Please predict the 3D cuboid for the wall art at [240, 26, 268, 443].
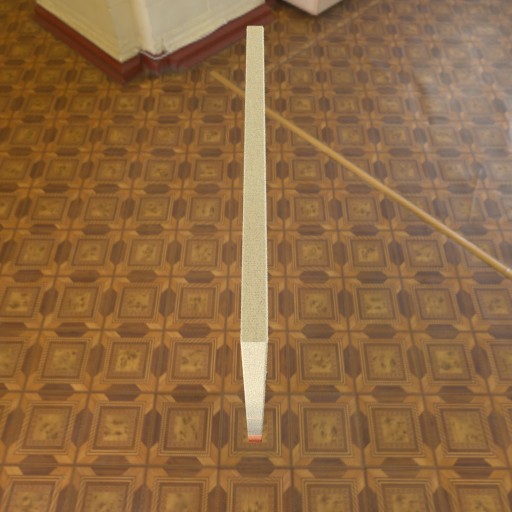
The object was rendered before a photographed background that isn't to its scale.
[{"bbox_3d":[0.000,0.000,0.600,0.023,0.405,0.405,0,58,0],"label":"wall art"}]
